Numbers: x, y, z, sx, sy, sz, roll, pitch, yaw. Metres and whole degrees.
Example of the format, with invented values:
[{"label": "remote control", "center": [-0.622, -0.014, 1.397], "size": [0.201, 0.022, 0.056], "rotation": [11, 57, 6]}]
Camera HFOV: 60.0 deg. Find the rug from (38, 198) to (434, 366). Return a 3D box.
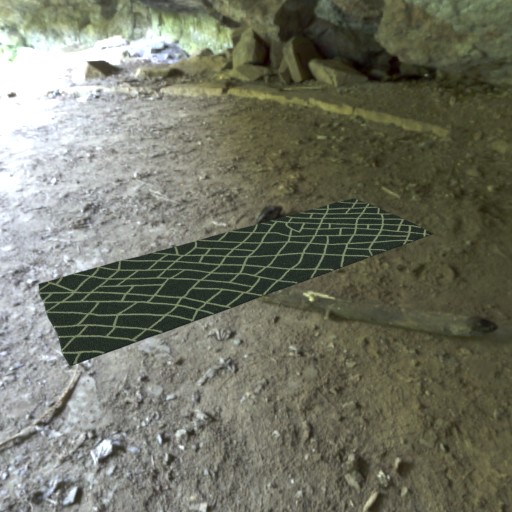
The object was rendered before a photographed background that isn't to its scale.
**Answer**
[{"label": "rug", "center": [0.000, 0.000, 2.814], "size": [2.476, 0.010, 0.807], "rotation": [-17, 33, -28]}]
